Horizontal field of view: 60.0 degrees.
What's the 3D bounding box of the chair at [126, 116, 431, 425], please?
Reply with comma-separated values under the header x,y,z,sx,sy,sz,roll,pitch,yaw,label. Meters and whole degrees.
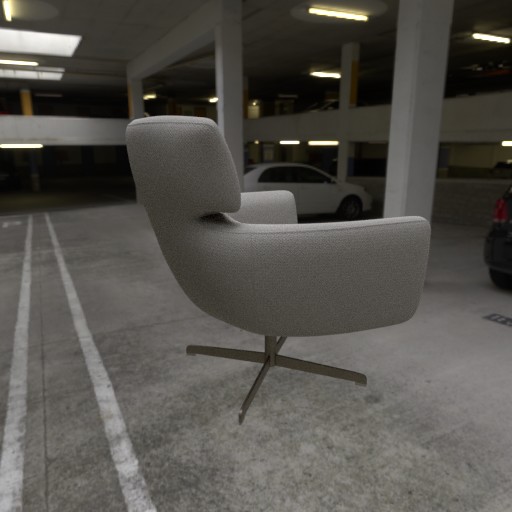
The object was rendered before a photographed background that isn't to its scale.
x,y,z,sx,sy,sz,roll,pitch,yaw,label
0.000,0.000,1.383,0.730,0.810,0.760,-7,16,-26,chair
